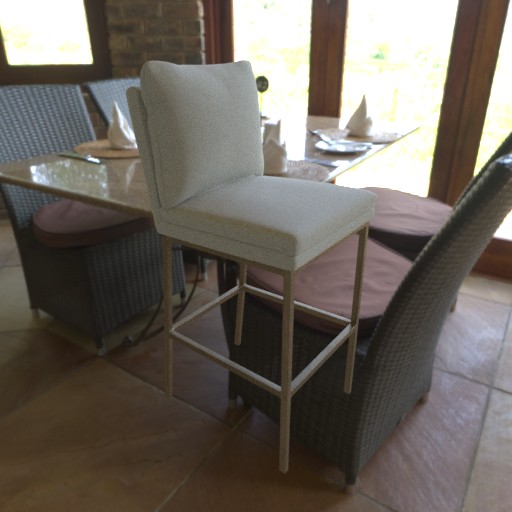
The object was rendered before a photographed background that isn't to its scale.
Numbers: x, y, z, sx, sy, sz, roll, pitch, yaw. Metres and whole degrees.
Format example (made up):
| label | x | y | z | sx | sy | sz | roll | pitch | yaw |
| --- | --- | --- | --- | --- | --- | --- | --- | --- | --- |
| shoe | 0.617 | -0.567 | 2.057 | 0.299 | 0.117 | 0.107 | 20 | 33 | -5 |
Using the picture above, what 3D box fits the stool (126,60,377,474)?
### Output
| label | x | y | z | sx | sy | sz | roll | pitch | yaw |
| --- | --- | --- | --- | --- | --- | --- | --- | --- | --- |
| stool | 0.000 | 0.000 | 1.394 | 0.572 | 1.125 | 0.463 | 17 | 30 | 33 |
